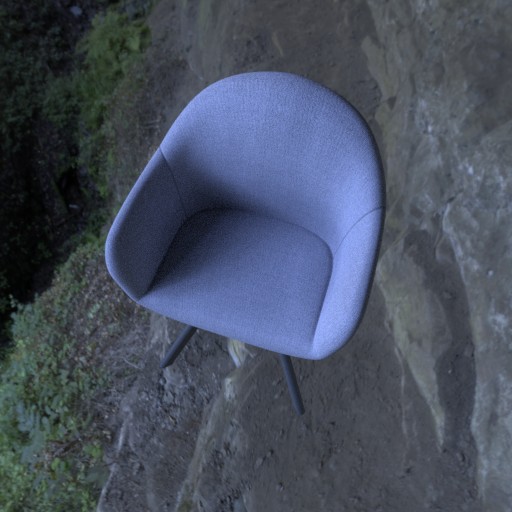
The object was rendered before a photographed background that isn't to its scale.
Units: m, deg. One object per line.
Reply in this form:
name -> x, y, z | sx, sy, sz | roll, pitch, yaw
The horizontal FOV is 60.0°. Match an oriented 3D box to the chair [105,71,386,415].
chair -> 0.000, 0.000, 1.212 | 0.590, 0.795, 0.550 | 16, 60, 10
